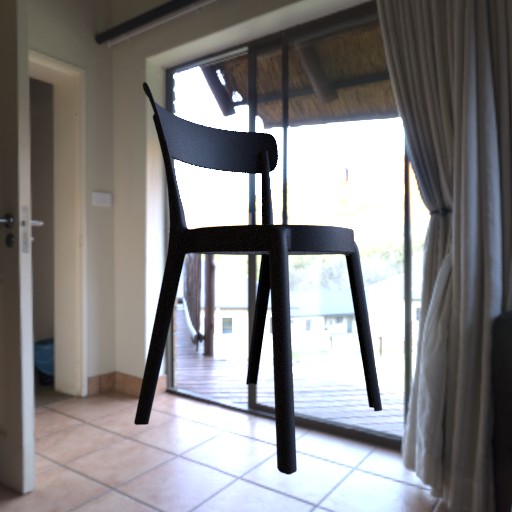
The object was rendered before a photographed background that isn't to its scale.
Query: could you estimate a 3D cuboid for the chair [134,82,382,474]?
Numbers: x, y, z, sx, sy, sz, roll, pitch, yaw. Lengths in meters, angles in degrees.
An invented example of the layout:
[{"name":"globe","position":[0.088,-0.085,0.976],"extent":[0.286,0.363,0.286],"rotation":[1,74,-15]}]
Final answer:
[{"name":"chair","position":[0.000,0.000,1.114],"extent":[0.491,0.790,0.506],"rotation":[-1,-1,37]}]
